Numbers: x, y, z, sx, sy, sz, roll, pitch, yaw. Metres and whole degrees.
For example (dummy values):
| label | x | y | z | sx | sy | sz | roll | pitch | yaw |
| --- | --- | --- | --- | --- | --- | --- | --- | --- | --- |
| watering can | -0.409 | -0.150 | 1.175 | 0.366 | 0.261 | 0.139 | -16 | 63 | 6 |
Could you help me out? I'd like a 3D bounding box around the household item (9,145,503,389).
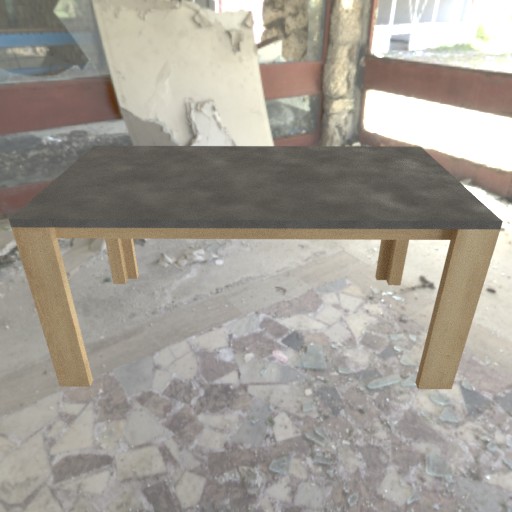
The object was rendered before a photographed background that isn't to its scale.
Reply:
| label | x | y | z | sx | sy | sz | roll | pitch | yaw |
| --- | --- | --- | --- | --- | --- | --- | --- | --- | --- |
| household item | 0.000 | 0.000 | 1.991 | 1.600 | 0.755 | 0.850 | 0 | 30 | 0 |
